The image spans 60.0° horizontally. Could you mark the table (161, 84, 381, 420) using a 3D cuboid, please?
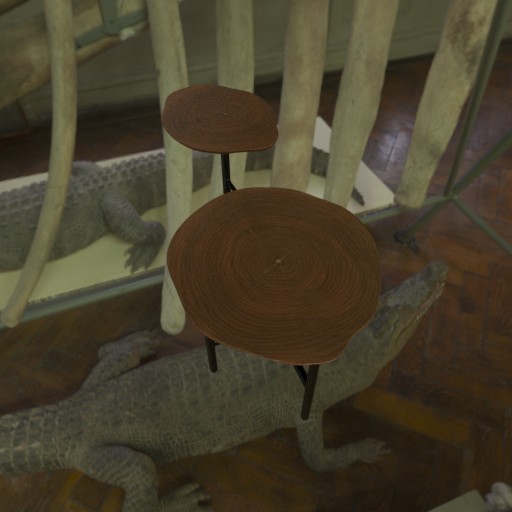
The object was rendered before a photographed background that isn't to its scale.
[{"bbox_3d":[0.000,0.000,1.090,0.442,0.538,0.759,-16,49,-15],"label":"table"}]
